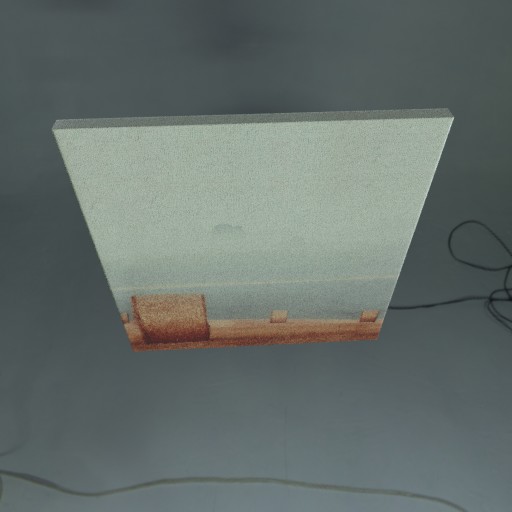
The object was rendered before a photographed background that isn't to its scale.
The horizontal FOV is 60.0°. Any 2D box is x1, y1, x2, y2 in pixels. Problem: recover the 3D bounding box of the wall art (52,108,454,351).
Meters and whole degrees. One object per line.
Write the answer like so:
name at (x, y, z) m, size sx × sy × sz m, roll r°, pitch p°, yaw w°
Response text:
wall art at (0.000, 0.000, 1.121) m, size 0.760 × 0.760 × 0.042 m, roll -2°, pitch 46°, yaw -2°
